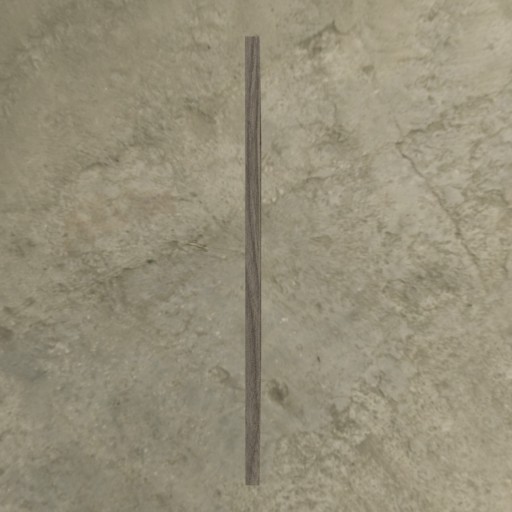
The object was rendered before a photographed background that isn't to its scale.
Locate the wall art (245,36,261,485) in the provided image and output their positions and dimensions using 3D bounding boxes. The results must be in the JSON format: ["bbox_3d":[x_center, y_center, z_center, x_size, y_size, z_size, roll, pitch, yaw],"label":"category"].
[{"bbox_3d":[0.000,0.000,0.752,0.016,0.507,0.508,0,92,1],"label":"wall art"}]
